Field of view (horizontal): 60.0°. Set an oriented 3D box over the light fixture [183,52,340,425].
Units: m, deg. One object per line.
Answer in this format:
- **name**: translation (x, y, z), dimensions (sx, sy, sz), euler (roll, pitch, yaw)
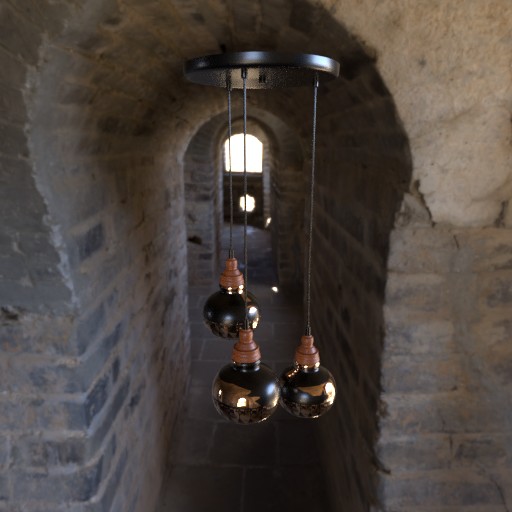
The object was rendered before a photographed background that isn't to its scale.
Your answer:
- **light fixture**: translation (0.000, 0.000, 1.785), dimensions (0.605, 1.410, 0.608), euler (13, 19, 43)
